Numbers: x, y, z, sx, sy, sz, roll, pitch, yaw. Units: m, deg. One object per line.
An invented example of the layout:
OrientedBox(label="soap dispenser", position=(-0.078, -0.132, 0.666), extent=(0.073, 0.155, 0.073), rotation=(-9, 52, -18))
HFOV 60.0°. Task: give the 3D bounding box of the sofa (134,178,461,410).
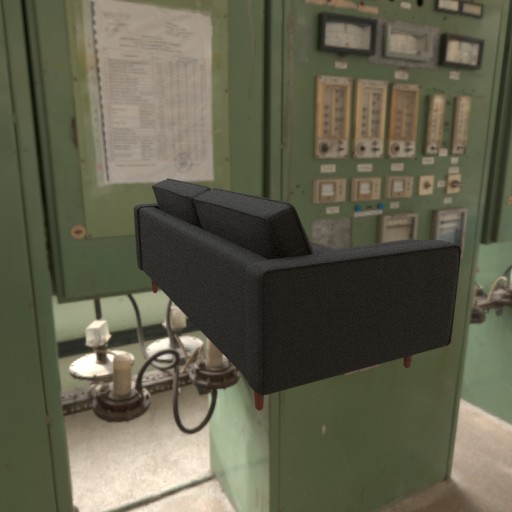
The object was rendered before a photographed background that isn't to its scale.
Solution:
OrientedBox(label="sofa", position=(0.000, 0.000, 2.392), extent=(0.914, 0.759, 1.875), rotation=(-7, 15, -26))
